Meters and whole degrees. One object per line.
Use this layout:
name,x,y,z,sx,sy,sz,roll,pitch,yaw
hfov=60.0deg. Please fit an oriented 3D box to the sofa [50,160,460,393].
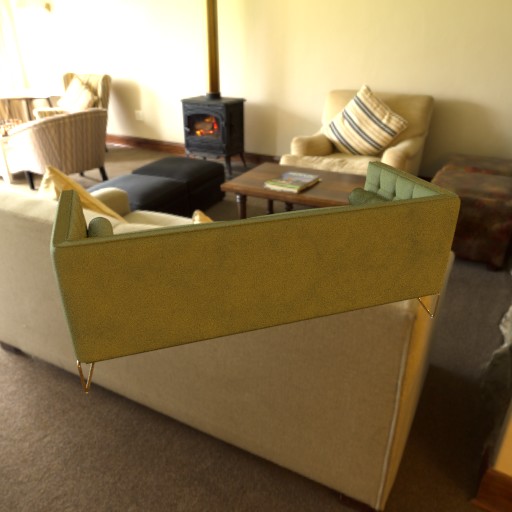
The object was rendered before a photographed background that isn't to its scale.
sofa,0.000,0.000,2.609,2.087,0.789,0.867,-9,28,-17
